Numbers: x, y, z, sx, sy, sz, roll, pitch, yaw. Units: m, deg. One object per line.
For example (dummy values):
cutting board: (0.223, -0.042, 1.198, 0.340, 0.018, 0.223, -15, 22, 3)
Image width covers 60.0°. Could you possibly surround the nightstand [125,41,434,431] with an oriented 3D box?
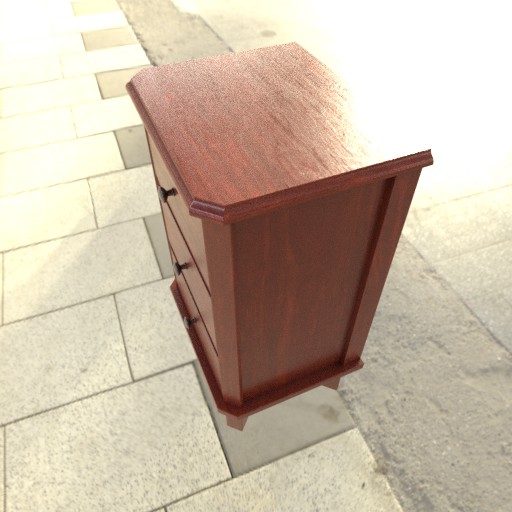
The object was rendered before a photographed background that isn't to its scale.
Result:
nightstand: (0.000, 0.000, 0.941, 0.351, 0.681, 0.435, -18, 49, -16)
